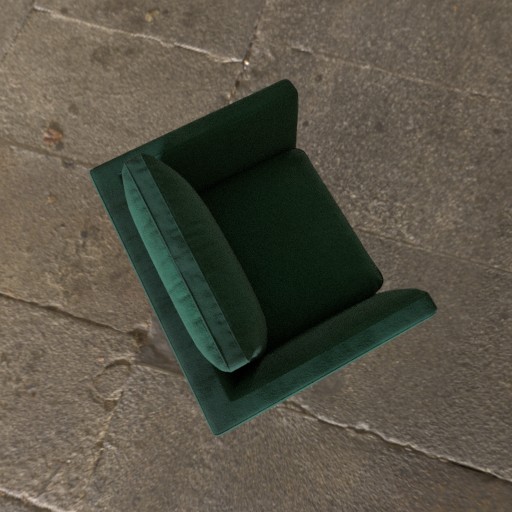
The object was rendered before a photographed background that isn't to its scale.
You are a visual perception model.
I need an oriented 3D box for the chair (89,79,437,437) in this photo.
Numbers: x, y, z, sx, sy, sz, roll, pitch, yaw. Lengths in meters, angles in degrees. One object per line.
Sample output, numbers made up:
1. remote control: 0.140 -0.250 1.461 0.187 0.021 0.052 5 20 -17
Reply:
1. chair: 0.000 0.000 1.787 0.852 0.997 1.047 -27 76 -7
